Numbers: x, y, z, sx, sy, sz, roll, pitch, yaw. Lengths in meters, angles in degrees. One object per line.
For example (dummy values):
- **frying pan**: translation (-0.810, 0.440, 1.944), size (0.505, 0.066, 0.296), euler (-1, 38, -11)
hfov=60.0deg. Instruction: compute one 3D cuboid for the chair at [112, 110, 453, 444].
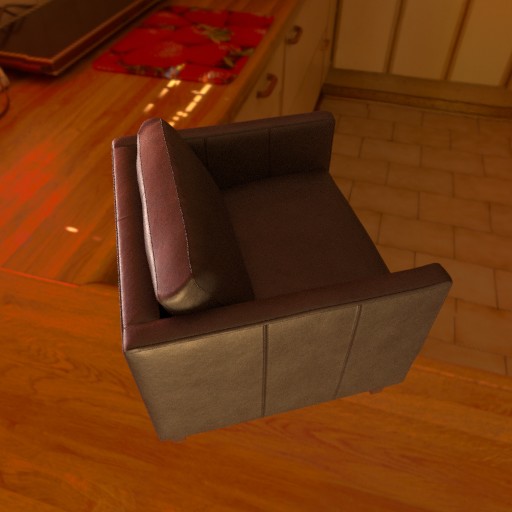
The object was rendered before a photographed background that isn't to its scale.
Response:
- **chair**: translation (0.000, 0.000, 1.571), size (0.862, 0.811, 0.939), euler (-10, 48, -10)
